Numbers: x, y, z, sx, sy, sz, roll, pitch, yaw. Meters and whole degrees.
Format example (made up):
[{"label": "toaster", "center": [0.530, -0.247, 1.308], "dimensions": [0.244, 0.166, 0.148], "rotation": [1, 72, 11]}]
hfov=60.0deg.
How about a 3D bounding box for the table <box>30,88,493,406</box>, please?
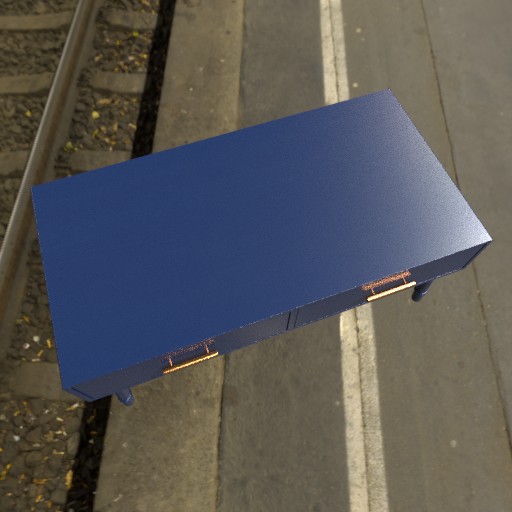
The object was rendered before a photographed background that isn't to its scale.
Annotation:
[{"label": "table", "center": [0.000, 0.000, 1.333], "dimensions": [1.067, 0.457, 0.572], "rotation": [-18, 65, -9]}]
